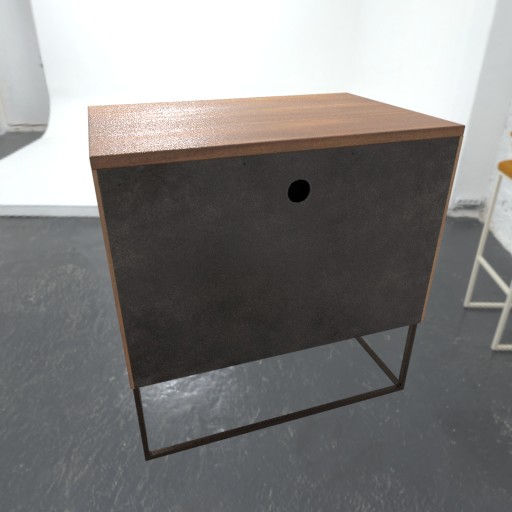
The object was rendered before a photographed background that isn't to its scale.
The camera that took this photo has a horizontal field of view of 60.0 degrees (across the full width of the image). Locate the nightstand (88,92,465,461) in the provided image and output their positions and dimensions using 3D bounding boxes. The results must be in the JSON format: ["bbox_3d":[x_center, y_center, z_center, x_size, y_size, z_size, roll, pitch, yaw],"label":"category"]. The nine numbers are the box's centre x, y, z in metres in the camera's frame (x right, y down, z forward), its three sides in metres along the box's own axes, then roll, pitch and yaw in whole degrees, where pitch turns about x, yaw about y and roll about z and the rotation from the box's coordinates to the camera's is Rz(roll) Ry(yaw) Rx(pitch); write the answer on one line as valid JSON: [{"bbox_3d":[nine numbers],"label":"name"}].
[{"bbox_3d":[0.000,0.000,0.984,0.605,0.611,0.427,-9,29,-17],"label":"nightstand"}]
